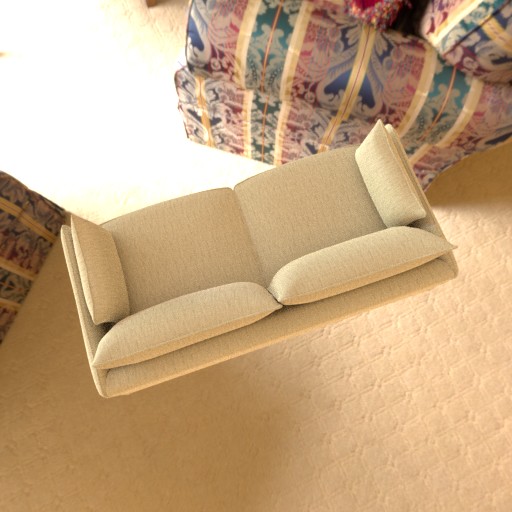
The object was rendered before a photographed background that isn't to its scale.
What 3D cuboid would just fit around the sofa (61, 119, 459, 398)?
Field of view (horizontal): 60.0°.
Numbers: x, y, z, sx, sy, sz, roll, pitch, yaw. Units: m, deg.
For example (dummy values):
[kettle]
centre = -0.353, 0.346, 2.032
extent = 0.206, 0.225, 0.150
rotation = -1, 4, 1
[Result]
[sofa]
centre = 0.000, 0.000, 2.536
extent = 1.989, 0.860, 0.991
rotation = -18, 76, -5
